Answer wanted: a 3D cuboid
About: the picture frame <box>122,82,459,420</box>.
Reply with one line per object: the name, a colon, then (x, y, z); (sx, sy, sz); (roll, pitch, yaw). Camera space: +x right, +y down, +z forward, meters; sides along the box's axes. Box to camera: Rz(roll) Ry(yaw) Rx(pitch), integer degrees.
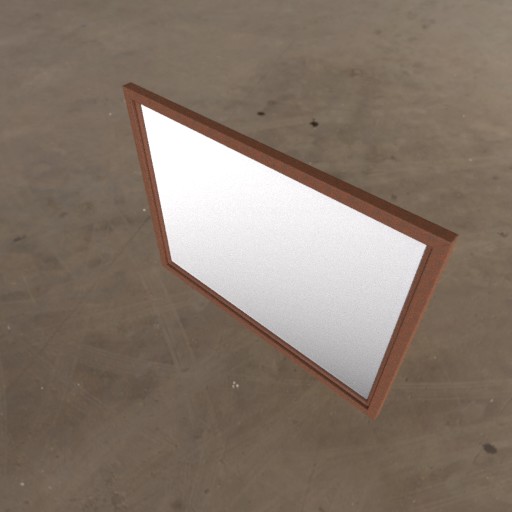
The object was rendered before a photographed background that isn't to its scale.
picture frame: (0.000, 0.000, 1.778); (1.329, 1.018, 0.045); (32, 54, 27)
